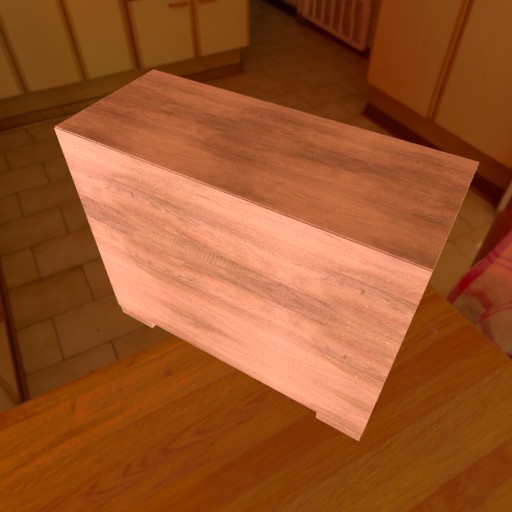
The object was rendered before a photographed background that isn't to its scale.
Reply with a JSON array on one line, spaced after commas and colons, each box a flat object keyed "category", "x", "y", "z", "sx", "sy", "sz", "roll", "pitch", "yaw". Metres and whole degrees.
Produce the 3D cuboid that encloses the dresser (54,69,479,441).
[{"category": "dresser", "x": 0.000, "y": 0.000, "z": 1.403, "sx": 0.994, "sy": 0.816, "sz": 0.404, "roll": 23, "pitch": 51, "yaw": 21}]
